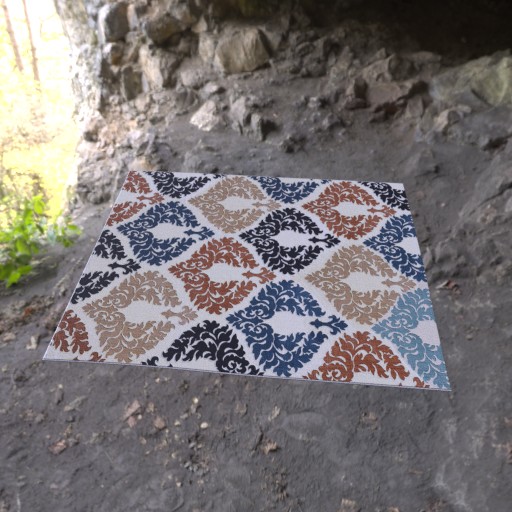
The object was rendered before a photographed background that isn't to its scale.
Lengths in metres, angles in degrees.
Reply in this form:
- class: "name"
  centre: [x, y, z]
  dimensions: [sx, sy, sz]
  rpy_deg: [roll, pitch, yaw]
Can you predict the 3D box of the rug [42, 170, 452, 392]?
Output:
- class: "rug"
  centre: [0.000, 0.000, 4.078]
  dimensions: [3.040, 0.014, 2.423]
  rpy_deg: [3, 47, 3]
